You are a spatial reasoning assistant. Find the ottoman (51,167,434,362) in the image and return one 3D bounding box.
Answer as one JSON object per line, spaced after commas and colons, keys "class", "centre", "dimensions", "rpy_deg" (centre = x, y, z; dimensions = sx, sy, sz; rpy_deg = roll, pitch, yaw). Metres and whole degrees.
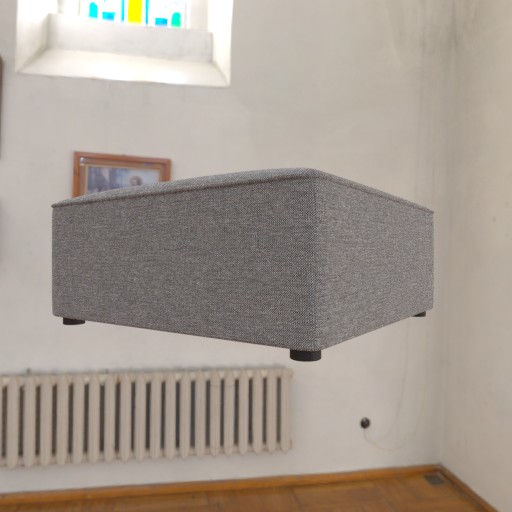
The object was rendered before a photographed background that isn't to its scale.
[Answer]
{"class": "ottoman", "centre": [0.000, 0.000, 1.589], "dimensions": [1.005, 0.455, 1.005], "rpy_deg": [0, 0, 35]}
